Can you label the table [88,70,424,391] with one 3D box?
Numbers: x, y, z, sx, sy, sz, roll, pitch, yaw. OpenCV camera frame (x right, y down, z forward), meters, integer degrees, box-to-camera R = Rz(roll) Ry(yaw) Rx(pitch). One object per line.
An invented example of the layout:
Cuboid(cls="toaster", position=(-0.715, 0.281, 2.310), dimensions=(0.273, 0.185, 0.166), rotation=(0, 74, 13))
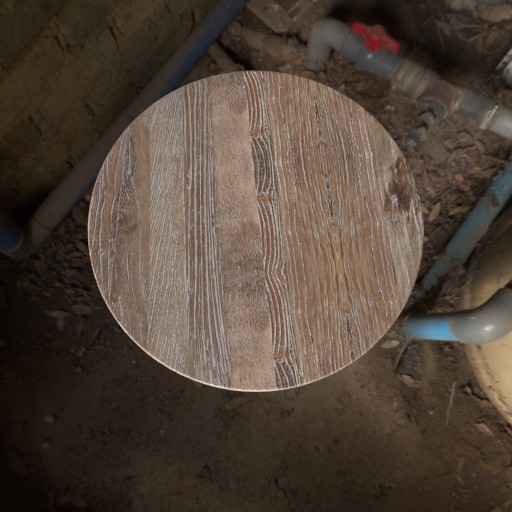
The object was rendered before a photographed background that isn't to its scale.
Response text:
Cuboid(cls="table", position=(0.000, 0.000, 0.902), dimensions=(0.500, 0.500, 0.500), rotation=(0, 76, 0))
